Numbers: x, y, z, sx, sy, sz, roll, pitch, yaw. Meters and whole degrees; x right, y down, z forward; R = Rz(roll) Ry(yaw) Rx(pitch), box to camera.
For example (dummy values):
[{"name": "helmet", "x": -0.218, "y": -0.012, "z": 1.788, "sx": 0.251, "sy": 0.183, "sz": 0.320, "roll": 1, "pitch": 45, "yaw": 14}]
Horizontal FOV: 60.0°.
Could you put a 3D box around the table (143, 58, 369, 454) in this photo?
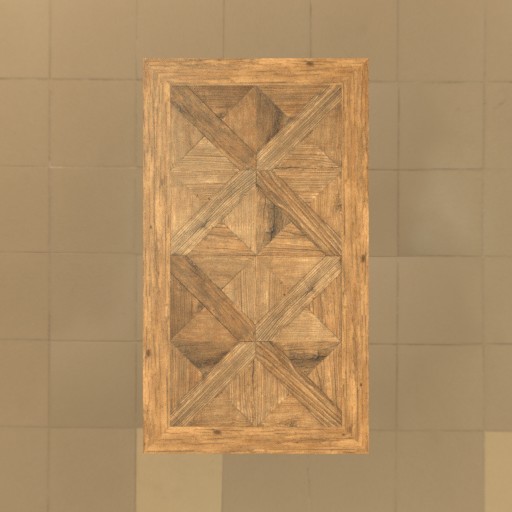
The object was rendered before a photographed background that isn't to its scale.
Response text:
[{"name": "table", "x": 0.000, "y": 0.000, "z": 1.773, "sx": 0.800, "sy": 0.410, "sz": 1.400, "roll": 0, "pitch": 90, "yaw": 0}]
